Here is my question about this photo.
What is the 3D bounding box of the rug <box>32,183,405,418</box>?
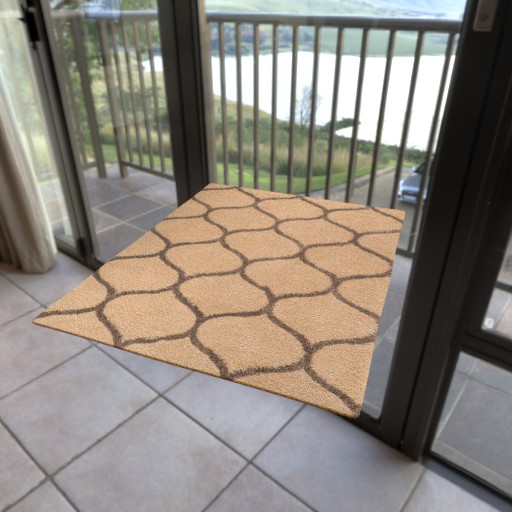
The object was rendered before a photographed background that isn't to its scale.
[{"bbox_3d":[0.000,0.000,4.083,2.399,0.026,3.000,11,32,18],"label":"rug"}]
